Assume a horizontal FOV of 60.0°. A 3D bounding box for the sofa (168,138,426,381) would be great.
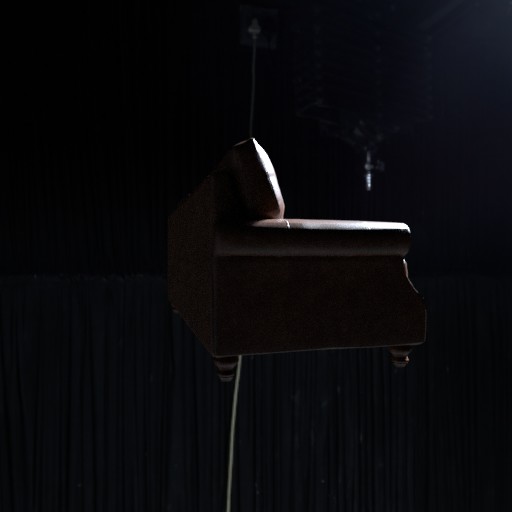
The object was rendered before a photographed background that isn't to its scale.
[{"bbox_3d":[0.000,0.000,2.863,0.973,0.977,2.351,0,1,-16],"label":"sofa"}]
